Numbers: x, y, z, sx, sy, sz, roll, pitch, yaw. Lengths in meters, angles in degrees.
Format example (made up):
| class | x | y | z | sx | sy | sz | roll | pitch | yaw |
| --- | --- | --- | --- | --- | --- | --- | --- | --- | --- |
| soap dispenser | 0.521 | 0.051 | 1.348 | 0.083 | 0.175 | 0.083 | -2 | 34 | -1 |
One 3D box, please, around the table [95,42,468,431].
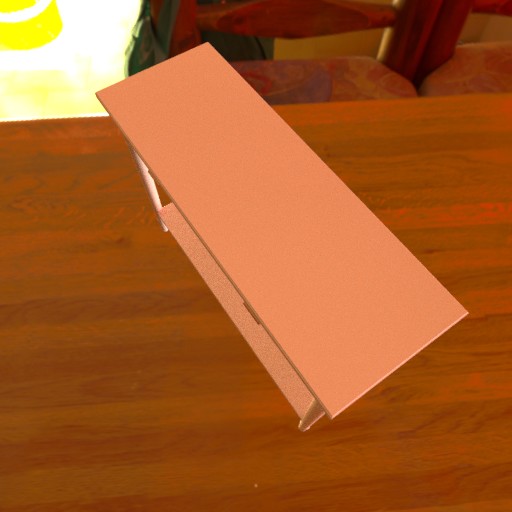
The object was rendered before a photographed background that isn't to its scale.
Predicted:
| class | x | y | z | sx | sy | sz | roll | pitch | yaw |
| --- | --- | --- | --- | --- | --- | --- | --- | --- | --- |
| table | 0.000 | 0.000 | 1.438 | 0.381 | 0.749 | 1.067 | -32 | 67 | -15 |
